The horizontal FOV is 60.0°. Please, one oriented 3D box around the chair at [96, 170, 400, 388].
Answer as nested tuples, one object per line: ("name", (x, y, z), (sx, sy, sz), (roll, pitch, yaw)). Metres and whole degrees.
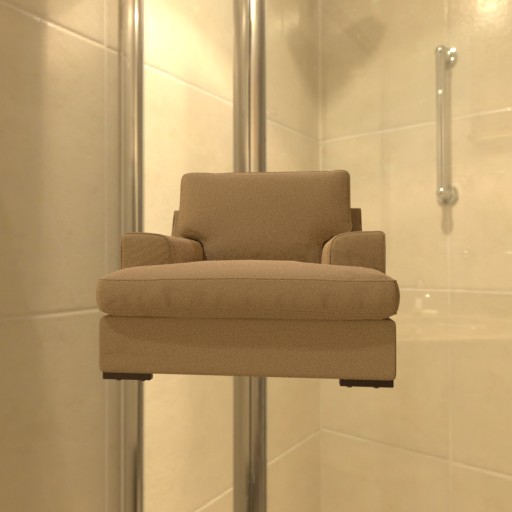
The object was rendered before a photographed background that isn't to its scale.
("chair", (0.000, 0.000, 2.233), (1.293, 1.005, 1.274), (0, -1, -1))
